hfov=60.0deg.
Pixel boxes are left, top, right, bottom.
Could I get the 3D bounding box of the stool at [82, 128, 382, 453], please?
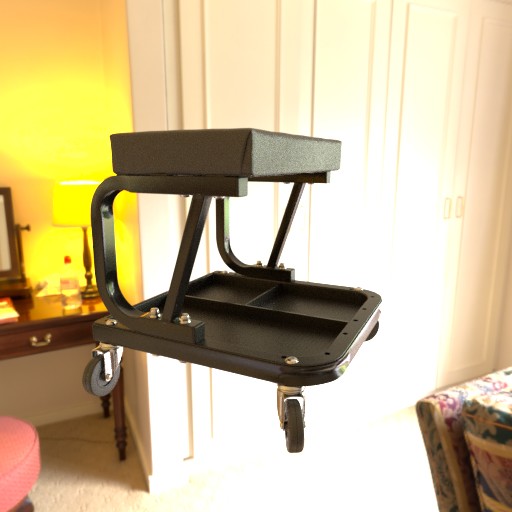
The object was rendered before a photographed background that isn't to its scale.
[{"bbox_3d":[0.000,0.000,0.726,0.371,0.380,0.446,6,14,26],"label":"stool"}]
